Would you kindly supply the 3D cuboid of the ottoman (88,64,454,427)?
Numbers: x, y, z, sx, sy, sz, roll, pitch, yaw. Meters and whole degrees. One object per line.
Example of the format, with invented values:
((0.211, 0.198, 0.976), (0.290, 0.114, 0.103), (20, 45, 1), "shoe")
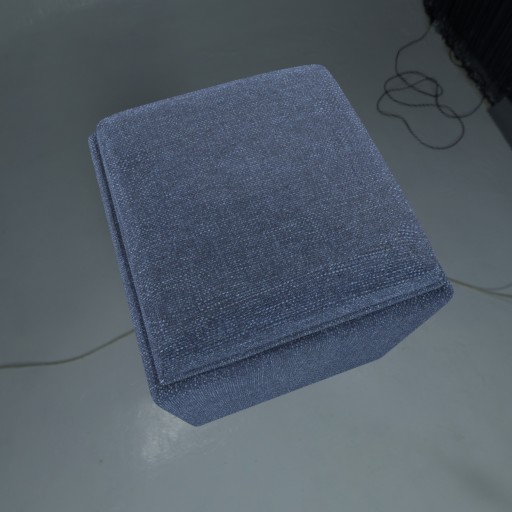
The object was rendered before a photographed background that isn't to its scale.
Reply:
((0.000, 0.000, 0.825), (0.436, 0.493, 0.454), (-18, 66, -8), "ottoman")
